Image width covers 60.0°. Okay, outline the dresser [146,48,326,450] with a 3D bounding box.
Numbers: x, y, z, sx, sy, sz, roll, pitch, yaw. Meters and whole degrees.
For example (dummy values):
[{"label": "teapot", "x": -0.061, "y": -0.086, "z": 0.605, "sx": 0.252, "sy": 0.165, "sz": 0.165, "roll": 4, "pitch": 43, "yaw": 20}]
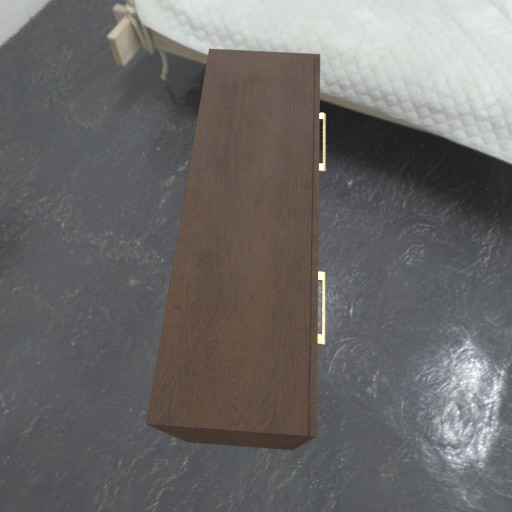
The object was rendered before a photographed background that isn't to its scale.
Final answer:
[{"label": "dresser", "x": 0.000, "y": 0.000, "z": 1.967, "sx": 0.512, "sy": 0.889, "sz": 1.523, "roll": 4, "pitch": 64, "yaw": 2}]
